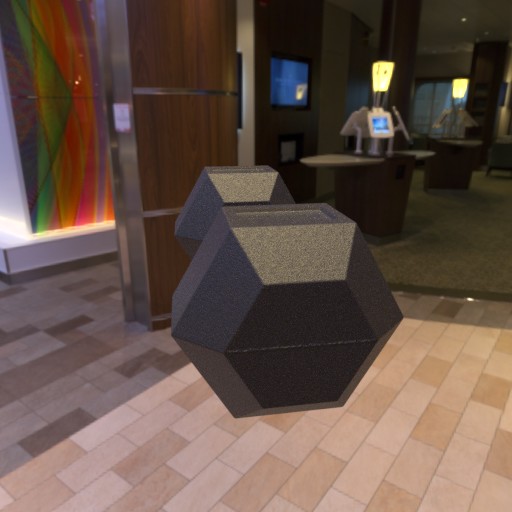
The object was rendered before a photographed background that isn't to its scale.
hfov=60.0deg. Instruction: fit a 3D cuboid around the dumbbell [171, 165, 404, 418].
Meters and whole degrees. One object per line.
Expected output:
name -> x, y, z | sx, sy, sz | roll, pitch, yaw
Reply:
dumbbell -> 0.000, 0.000, 0.472 | 0.173, 0.150, 0.384 | -3, 19, -9
